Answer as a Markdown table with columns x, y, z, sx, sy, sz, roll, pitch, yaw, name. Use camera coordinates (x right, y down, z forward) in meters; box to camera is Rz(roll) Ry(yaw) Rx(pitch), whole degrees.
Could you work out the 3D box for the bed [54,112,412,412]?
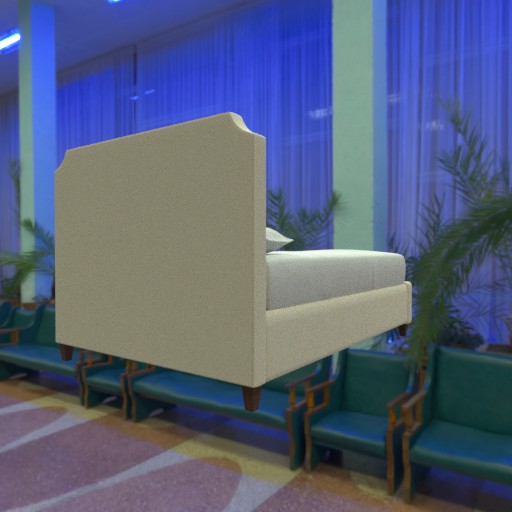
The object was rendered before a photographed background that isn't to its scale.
| x | y | z | sx | sy | sz | roll | pitch | yaw | name |
| --- | --- | --- | --- | --- | --- | --- | --- | --- | --- |
| 0.000 | 0.000 | 3.450 | 1.703 | 1.415 | 2.329 | 1 | 1 | 36 | bed |
